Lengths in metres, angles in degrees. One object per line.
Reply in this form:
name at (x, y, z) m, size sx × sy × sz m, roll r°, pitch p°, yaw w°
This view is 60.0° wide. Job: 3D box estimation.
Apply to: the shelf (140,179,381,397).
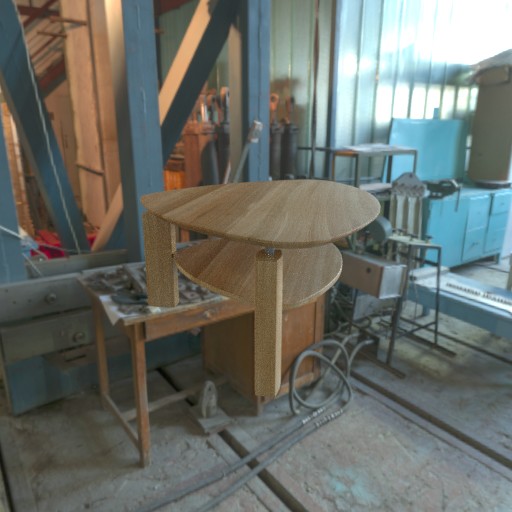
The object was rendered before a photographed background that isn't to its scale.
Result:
shelf at (0.000, 0.000, 1.670) m, size 0.863 × 0.439 × 1.240 m, roll 3°, pitch 16°, yaw 9°
